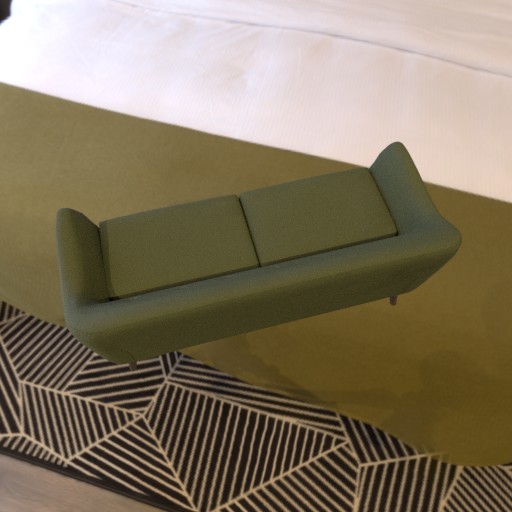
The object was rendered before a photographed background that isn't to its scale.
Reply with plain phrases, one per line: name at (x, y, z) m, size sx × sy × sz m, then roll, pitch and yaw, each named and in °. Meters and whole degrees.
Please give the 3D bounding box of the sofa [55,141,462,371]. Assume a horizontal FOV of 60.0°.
sofa at (0.000, 0.000, 2.247) m, size 1.840 × 0.836 × 0.820 m, roll -13°, pitch 60°, yaw -8°
